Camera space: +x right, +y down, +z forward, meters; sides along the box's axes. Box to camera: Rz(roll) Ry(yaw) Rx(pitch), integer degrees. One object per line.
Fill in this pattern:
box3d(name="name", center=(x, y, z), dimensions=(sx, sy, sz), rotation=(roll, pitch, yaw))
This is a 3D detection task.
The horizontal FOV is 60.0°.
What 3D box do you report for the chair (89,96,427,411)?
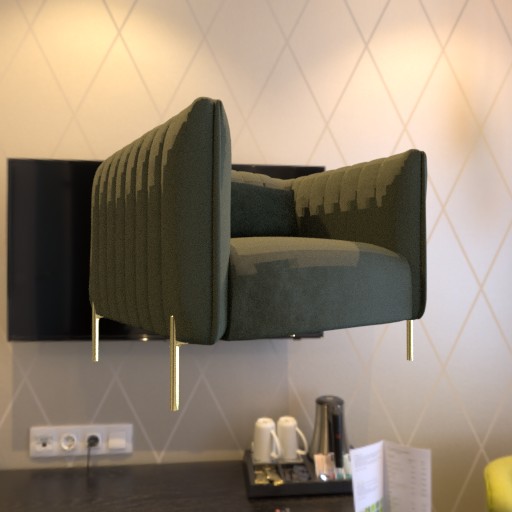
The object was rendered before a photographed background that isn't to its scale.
box3d(name="chair", center=(0.000, 0.000, 1.674), dimensions=(1.032, 0.794, 0.877), rotation=(1, -1, -36))
